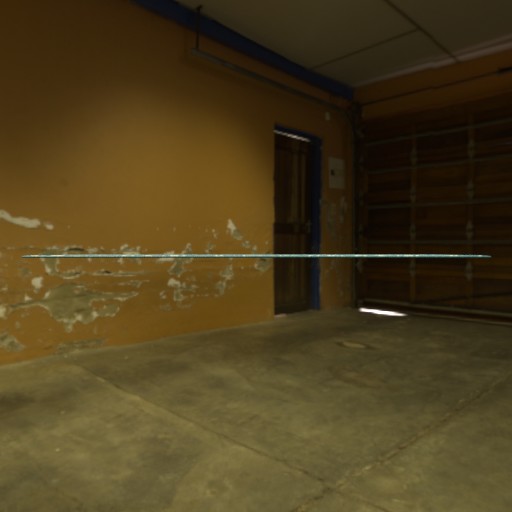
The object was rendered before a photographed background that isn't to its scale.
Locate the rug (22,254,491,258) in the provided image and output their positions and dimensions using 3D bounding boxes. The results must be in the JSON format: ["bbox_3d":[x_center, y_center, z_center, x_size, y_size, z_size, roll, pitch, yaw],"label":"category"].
[{"bbox_3d":[0.000,0.000,2.400,2.196,0.011,0.662,0,0,1],"label":"rug"}]
